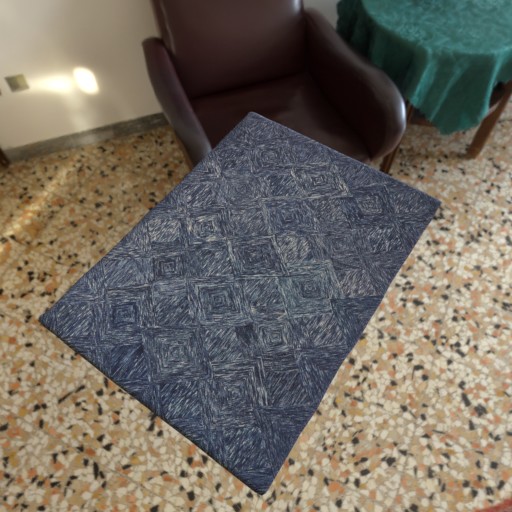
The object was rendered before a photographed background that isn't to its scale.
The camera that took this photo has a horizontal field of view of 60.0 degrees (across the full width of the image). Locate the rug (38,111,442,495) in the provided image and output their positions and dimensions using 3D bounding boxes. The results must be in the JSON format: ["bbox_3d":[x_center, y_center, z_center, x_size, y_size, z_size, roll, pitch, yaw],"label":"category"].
[{"bbox_3d":[0.000,0.000,4.162,2.385,0.024,3.245,30,63,17],"label":"rug"}]
